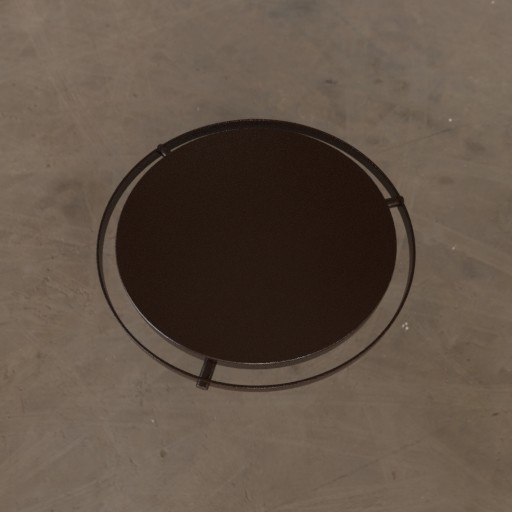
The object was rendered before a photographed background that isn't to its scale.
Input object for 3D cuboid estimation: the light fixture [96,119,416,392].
[{"bbox_3d":[0.000,0.000,0.560,0.361,0.130,0.361,0,59,0],"label":"light fixture"}]
